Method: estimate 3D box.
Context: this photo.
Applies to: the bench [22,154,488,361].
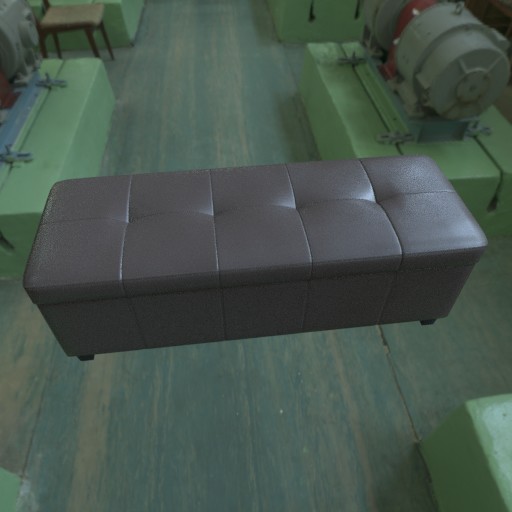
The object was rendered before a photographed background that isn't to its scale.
[{"bbox_3d":[0.000,0.000,1.409,1.219,0.417,0.450,-5,47,-5],"label":"bench"}]
